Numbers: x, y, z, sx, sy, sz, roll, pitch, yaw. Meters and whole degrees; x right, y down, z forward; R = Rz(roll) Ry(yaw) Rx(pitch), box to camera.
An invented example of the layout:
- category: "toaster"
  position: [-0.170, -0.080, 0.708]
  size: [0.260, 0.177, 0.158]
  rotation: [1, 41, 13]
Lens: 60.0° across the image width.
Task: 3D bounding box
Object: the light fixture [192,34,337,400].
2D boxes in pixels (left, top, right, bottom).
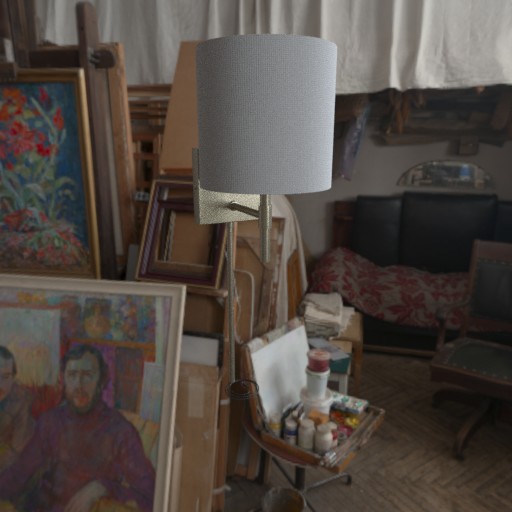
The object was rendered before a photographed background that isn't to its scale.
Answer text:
- category: "light fixture"
  position: [0.000, 0.000, 0.698]
  size: [0.188, 0.589, 0.248]
  rotation: [-8, 17, -26]
